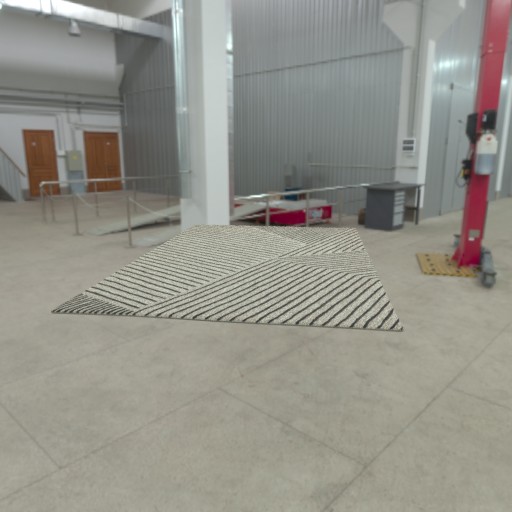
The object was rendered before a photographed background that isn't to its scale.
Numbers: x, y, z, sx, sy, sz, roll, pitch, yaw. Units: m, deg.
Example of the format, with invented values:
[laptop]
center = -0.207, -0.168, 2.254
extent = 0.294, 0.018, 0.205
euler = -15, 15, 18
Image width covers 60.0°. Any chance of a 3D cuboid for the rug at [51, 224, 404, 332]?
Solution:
[rug]
center = 0.000, 0.000, 3.040
extent = 1.539, 0.023, 2.406
euler = 2, 14, 8
